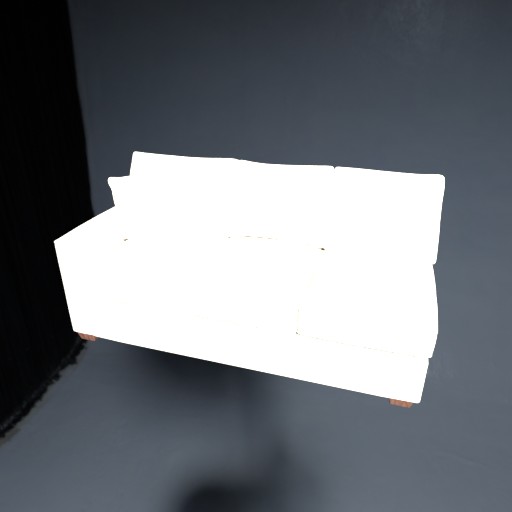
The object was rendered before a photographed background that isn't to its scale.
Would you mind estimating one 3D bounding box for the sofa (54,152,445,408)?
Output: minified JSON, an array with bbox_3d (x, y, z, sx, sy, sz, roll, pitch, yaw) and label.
[{"bbox_3d":[0.000,0.000,2.574,1.962,0.946,1.034,8,27,16],"label":"sofa"}]
